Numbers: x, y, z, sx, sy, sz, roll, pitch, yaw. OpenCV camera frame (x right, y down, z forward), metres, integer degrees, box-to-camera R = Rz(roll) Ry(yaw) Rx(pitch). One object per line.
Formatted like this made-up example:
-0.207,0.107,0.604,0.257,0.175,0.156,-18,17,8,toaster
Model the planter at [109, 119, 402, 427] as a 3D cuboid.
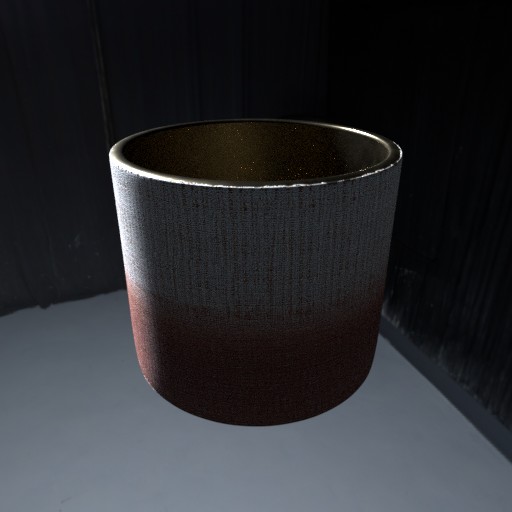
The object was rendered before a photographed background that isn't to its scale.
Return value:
0.000,0.000,0.309,0.178,0.157,0.178,0,27,0,planter
